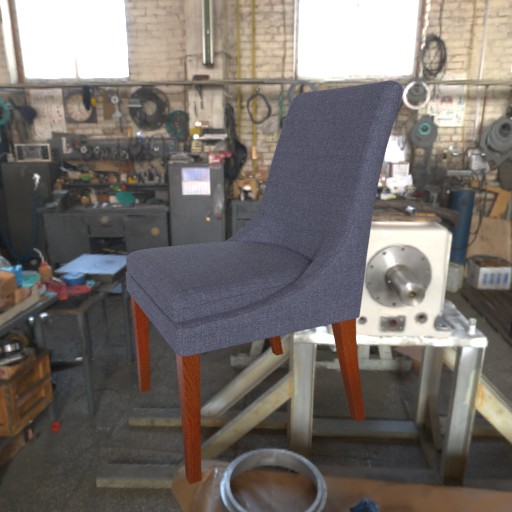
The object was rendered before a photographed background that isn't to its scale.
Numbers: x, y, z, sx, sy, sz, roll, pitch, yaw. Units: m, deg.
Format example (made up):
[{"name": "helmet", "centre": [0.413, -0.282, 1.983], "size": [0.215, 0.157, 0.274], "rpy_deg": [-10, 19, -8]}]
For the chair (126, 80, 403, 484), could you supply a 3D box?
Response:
[{"name": "chair", "centre": [0.000, 0.000, 1.294], "size": [0.655, 0.952, 0.508], "rpy_deg": [-8, 17, -27]}]
